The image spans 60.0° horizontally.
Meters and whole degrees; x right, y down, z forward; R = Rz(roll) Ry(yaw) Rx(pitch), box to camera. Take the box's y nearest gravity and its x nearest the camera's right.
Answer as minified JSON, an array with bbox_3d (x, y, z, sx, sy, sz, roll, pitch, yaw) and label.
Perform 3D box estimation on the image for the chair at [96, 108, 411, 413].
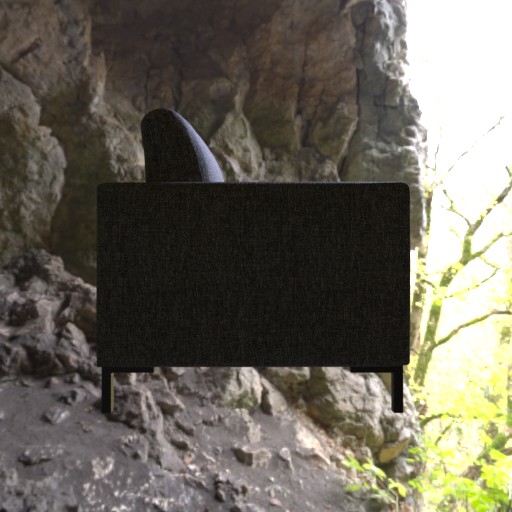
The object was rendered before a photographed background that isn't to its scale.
[{"bbox_3d":[0.000,0.000,1.645,0.866,0.861,0.963,0,0,0],"label":"chair"}]
